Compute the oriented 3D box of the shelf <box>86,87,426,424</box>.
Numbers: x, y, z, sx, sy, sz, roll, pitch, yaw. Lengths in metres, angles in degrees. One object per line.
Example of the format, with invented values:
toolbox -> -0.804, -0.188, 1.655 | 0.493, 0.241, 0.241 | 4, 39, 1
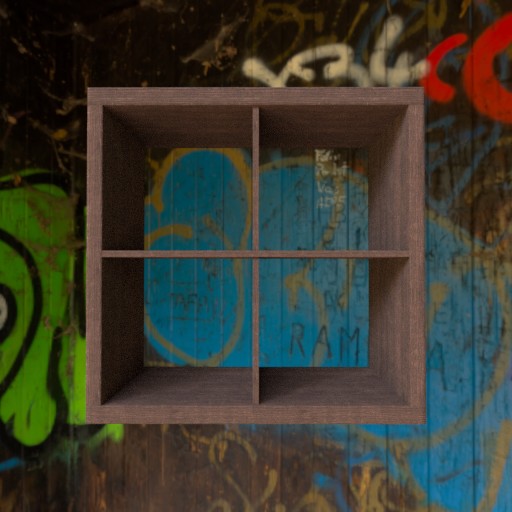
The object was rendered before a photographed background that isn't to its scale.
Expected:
shelf -> 0.000, 0.000, 1.229 | 0.790, 0.786, 0.390 | 0, -1, 0
